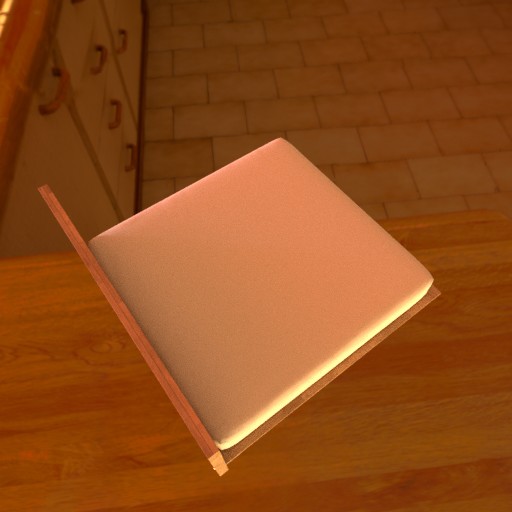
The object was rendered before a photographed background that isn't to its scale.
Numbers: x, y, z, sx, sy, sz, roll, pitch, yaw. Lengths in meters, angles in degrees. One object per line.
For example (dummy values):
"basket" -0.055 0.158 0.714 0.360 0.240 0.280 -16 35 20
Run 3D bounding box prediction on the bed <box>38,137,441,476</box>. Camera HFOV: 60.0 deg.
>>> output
"bed" 0.000 0.000 3.396 2.167 1.100 2.116 -32 64 -18
